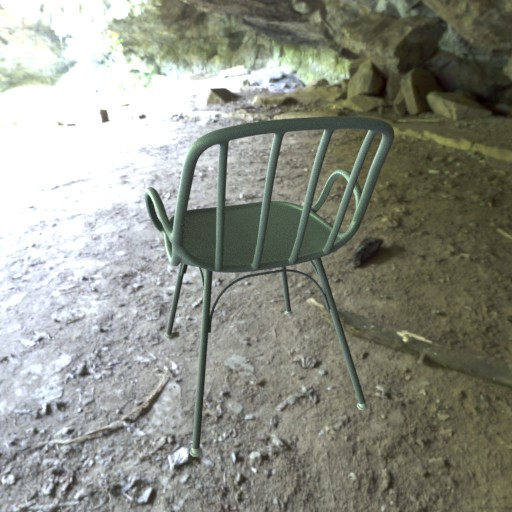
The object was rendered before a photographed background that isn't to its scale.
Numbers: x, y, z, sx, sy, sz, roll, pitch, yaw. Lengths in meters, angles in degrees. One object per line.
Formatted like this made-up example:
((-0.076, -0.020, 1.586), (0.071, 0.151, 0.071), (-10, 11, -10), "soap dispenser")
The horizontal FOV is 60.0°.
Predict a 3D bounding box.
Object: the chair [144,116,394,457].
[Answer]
((0.000, 0.000, 1.221), (0.549, 0.816, 0.597), (-8, 27, -17), "chair")
